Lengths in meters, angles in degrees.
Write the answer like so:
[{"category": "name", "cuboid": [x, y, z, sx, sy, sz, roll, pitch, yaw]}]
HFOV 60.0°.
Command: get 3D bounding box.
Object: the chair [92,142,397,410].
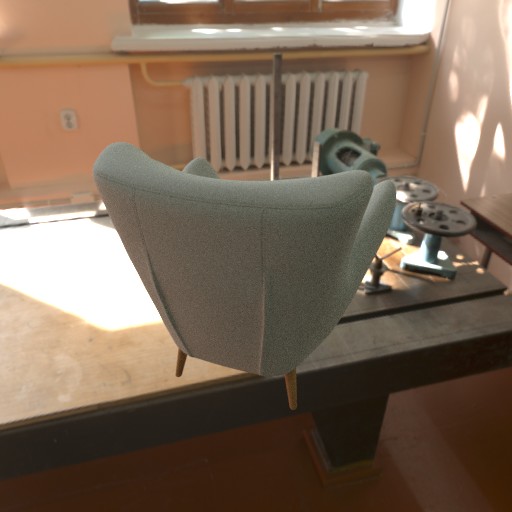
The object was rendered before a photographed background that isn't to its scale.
[{"category": "chair", "cuboid": [0.000, 0.000, 1.614, 0.890, 0.889, 0.889, 11, 33, 17]}]
